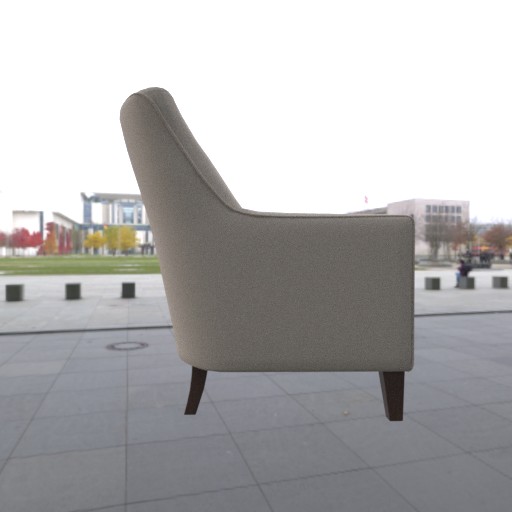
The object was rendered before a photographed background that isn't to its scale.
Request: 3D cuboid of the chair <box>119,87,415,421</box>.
[{"bbox_3d":[0.000,0.000,1.550,0.879,0.916,0.756,0,1,-1],"label":"chair"}]
